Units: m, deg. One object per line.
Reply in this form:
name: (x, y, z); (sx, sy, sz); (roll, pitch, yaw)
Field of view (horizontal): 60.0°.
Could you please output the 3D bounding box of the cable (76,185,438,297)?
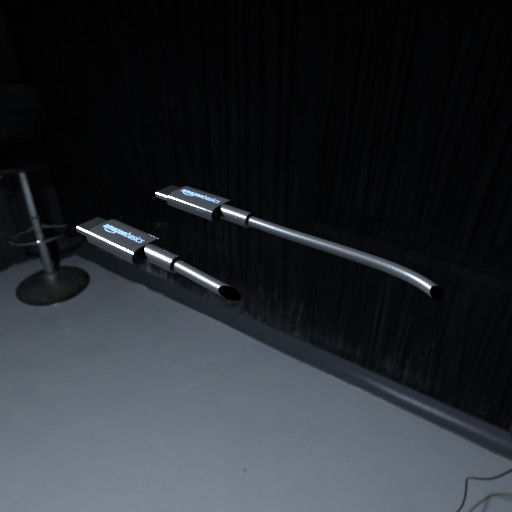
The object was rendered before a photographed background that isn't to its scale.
cable: (0.000, 0.000, 0.113); (0.098, 0.005, 0.041); (21, 38, 30)
